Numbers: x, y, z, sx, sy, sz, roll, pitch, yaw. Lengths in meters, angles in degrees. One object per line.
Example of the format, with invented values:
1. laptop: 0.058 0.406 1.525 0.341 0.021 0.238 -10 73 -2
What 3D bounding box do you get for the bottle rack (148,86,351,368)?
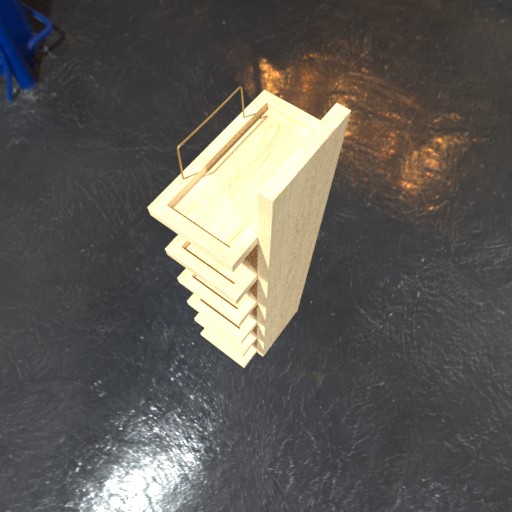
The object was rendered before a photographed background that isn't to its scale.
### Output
1. bottle rack: 0.000 0.000 1.079 0.206 0.943 0.330 34 69 15
